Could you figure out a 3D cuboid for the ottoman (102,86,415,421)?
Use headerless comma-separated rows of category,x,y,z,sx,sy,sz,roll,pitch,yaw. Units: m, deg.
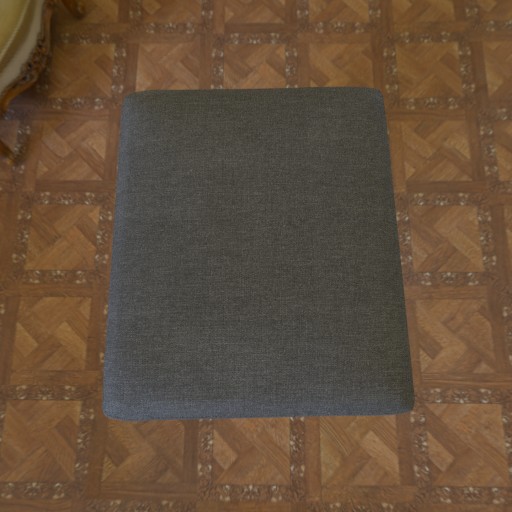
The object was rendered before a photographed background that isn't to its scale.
ottoman,0.000,0.000,1.225,0.693,0.474,0.821,-1,75,0
